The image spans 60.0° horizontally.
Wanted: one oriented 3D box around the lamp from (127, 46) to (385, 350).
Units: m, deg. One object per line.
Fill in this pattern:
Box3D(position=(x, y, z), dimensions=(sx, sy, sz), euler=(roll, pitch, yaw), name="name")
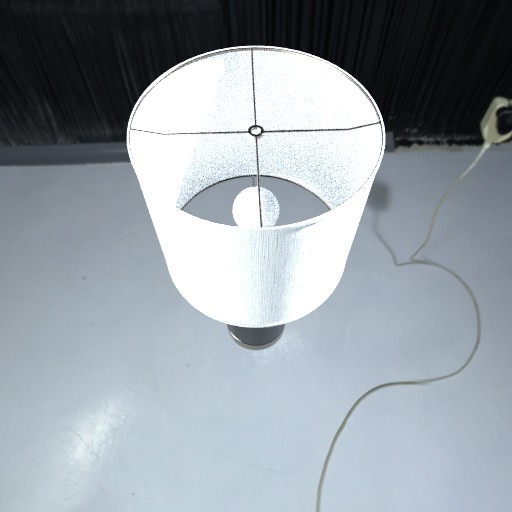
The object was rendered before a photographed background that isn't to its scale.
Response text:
Box3D(position=(0.000, 0.000, 0.624), dimensions=(0.240, 0.482, 0.241), euler=(-2, 59, -1), name="lamp")
